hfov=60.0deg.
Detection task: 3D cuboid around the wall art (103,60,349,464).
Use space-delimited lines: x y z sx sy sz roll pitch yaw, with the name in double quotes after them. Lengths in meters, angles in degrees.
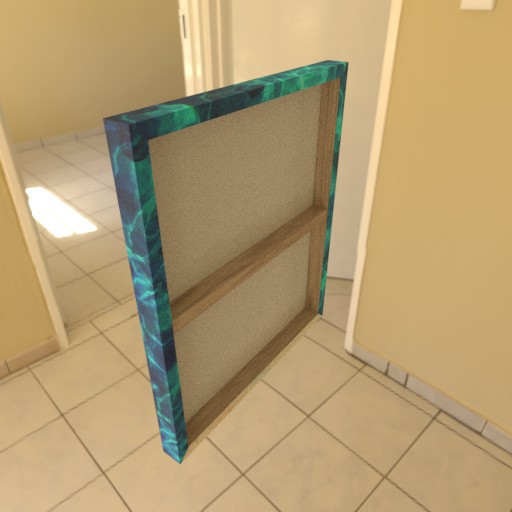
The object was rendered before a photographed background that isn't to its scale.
0.000 0.000 0.687 0.038 0.508 0.432 22 38 30 "wall art"
